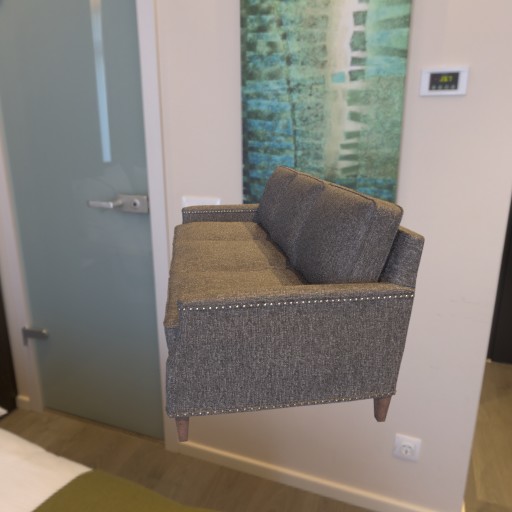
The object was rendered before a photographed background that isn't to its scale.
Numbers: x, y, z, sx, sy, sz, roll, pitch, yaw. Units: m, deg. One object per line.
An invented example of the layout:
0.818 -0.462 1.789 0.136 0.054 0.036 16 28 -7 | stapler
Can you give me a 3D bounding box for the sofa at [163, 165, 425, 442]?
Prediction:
0.000 0.000 2.833 1.084 1.003 2.246 -2 16 -8 | sofa
